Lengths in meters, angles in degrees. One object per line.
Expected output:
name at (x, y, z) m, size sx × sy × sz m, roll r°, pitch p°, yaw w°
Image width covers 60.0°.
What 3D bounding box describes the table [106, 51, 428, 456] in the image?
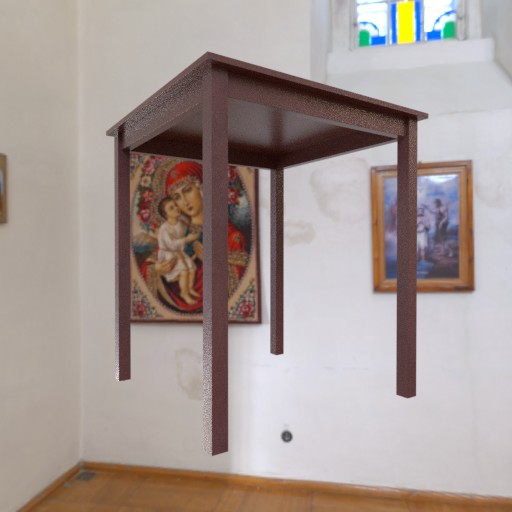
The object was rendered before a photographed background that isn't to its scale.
table at (0.000, 0.000, 1.659) m, size 0.861 × 0.991 × 0.861 m, roll -1°, pitch 1°, yaw -34°
